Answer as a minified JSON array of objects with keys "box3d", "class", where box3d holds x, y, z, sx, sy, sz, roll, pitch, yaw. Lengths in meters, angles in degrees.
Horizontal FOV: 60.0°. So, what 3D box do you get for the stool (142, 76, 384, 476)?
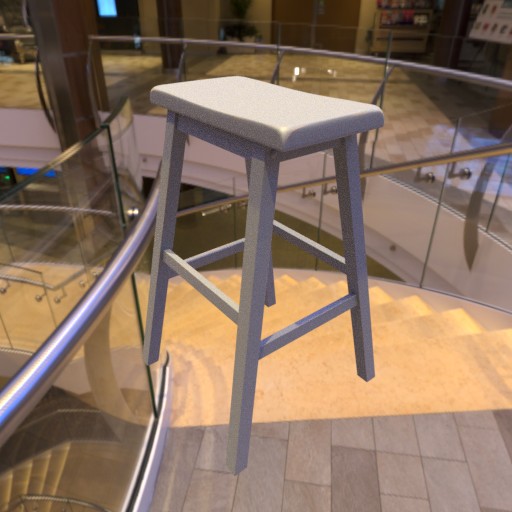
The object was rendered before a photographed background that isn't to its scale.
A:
[{"box3d":[0.000,0.000,1.062,0.476,0.737,0.457,-22,37,-32],"class":"stool"}]
